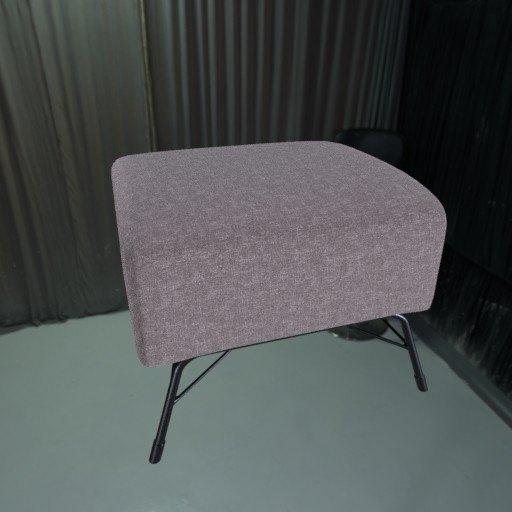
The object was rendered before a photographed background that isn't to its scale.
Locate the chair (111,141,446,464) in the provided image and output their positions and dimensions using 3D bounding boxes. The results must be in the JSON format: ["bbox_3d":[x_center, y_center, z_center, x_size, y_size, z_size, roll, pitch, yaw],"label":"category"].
[{"bbox_3d":[0.000,0.000,0.912,0.530,0.410,0.530,-8,28,-16],"label":"chair"}]
